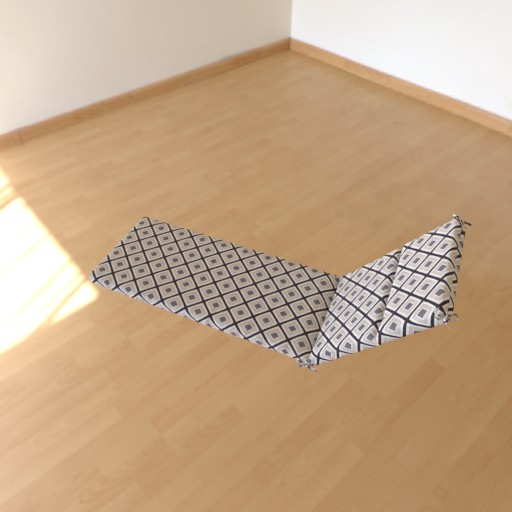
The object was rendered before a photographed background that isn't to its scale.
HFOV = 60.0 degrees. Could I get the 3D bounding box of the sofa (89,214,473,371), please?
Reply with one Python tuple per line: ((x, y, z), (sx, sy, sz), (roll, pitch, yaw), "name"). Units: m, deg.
((0.000, 0.000, 2.028), (1.663, 0.622, 0.582), (17, 48, 16), "sofa")
